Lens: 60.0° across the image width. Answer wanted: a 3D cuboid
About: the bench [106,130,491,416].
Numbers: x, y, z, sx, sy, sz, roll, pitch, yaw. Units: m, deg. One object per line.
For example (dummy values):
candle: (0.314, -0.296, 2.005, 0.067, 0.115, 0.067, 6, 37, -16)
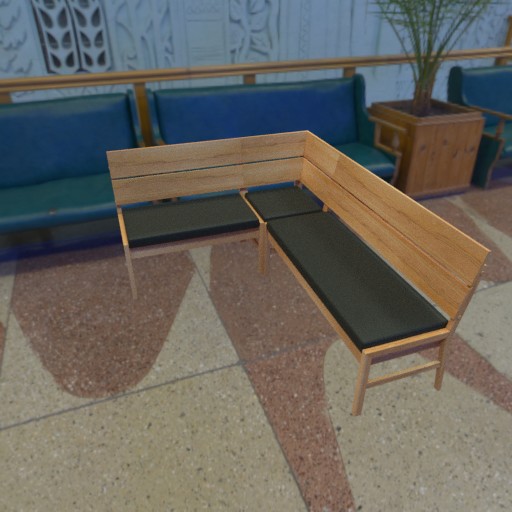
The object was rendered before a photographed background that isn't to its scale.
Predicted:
bench: (0.000, 0.000, 2.771, 1.548, 0.890, 1.948, -10, 34, -16)
